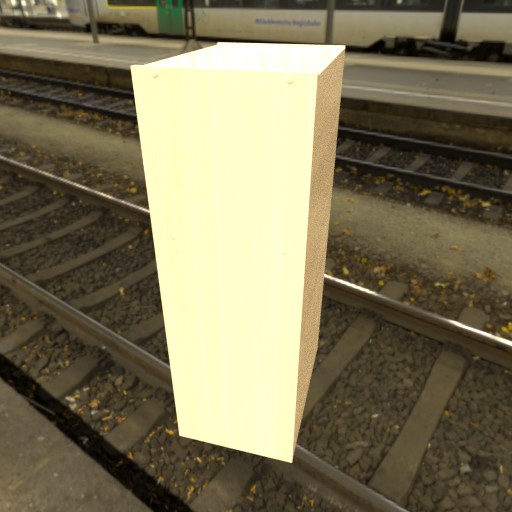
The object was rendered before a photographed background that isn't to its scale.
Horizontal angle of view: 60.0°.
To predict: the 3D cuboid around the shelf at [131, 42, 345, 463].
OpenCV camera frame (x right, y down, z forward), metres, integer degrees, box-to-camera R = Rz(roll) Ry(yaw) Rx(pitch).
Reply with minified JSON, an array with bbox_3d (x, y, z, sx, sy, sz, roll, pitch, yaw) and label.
[{"bbox_3d":[0.000,0.000,1.052,0.292,0.876,0.417,8,31,13],"label":"shelf"}]
